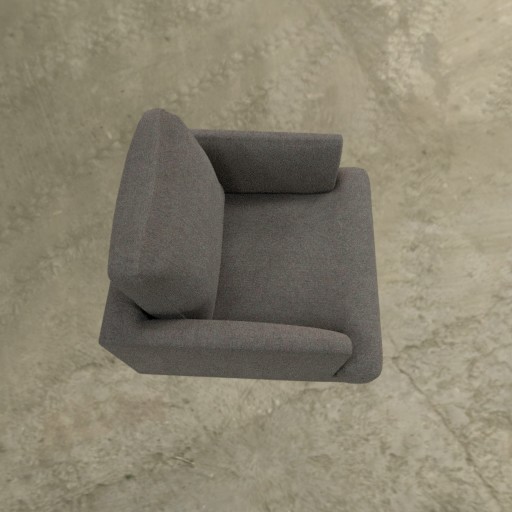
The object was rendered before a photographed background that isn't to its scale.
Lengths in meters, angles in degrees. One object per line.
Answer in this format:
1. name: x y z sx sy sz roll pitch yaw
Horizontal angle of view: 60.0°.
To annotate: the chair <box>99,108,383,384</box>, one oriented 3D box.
1. chair: 0.000 0.000 1.653 0.899 0.957 0.858 2 65 1
